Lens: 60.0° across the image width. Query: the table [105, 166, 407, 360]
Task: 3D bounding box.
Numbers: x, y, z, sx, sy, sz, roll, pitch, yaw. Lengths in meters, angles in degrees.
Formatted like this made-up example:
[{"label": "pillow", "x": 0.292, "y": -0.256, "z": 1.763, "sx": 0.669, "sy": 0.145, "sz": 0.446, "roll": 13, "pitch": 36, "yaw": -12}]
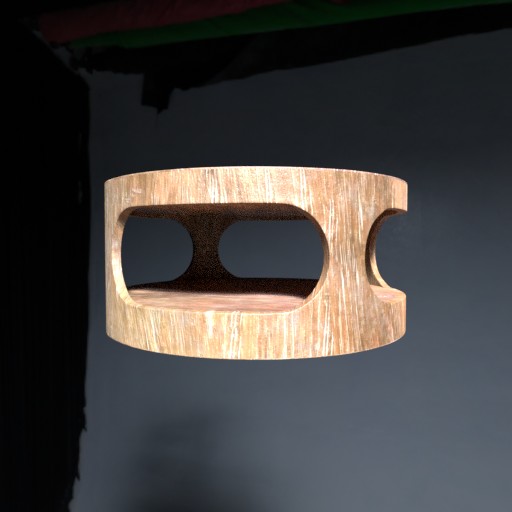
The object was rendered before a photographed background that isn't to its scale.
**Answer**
[{"label": "table", "x": 0.000, "y": 0.000, "z": 1.516, "sx": 0.974, "sy": 0.450, "sz": 0.974, "roll": 0, "pitch": 2, "yaw": 0}]
